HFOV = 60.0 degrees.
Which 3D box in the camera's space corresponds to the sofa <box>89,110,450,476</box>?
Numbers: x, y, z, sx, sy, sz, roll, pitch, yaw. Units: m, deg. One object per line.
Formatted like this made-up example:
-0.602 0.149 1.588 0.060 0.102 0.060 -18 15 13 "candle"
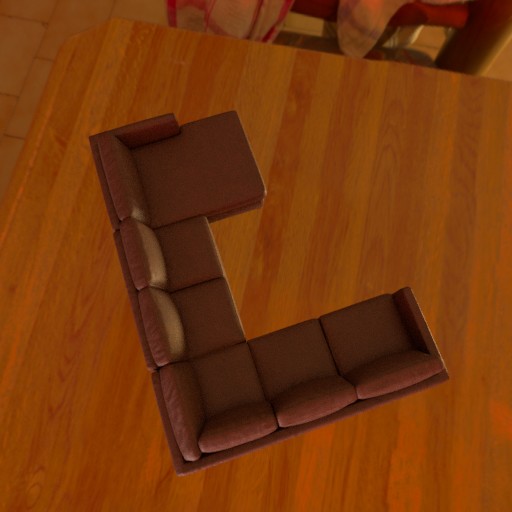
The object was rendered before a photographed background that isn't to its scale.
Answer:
0.000 0.000 4.552 2.593 0.923 3.460 -18 75 -5 "sofa"
